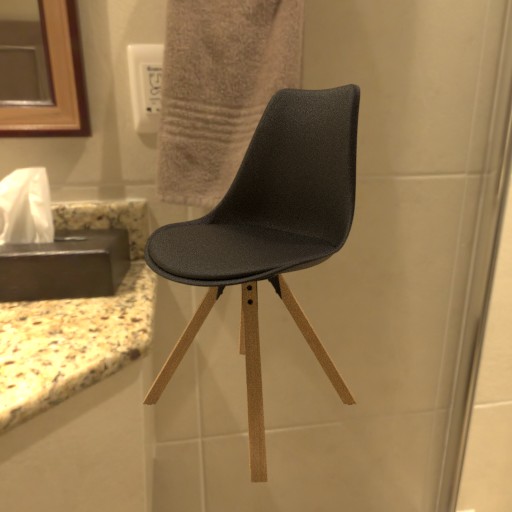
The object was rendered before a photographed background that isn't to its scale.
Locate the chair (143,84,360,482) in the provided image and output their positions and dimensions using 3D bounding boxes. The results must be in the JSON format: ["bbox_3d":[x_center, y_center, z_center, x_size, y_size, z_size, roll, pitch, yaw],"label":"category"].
[{"bbox_3d":[0.000,0.000,1.147,0.485,0.850,0.549,15,22,40],"label":"chair"}]
